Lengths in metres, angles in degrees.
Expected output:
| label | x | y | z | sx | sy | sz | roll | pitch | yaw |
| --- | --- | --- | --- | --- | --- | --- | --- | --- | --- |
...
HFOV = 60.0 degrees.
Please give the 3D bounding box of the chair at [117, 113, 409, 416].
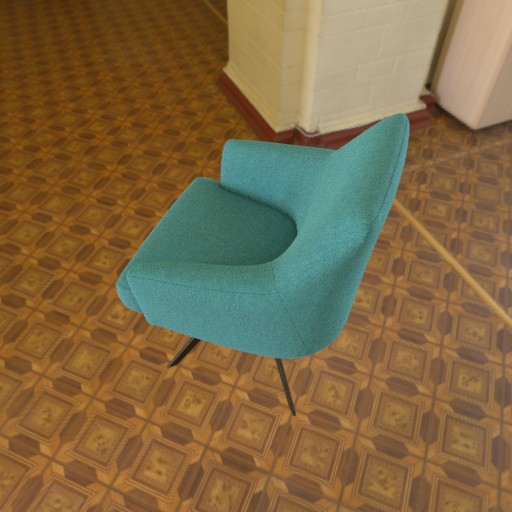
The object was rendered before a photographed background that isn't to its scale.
| label | x | y | z | sx | sy | sz | roll | pitch | yaw |
| --- | --- | --- | --- | --- | --- | --- | --- | --- | --- |
| chair | 0.000 | 0.000 | 1.341 | 0.677 | 0.874 | 0.642 | 16 | 50 | 14 |
